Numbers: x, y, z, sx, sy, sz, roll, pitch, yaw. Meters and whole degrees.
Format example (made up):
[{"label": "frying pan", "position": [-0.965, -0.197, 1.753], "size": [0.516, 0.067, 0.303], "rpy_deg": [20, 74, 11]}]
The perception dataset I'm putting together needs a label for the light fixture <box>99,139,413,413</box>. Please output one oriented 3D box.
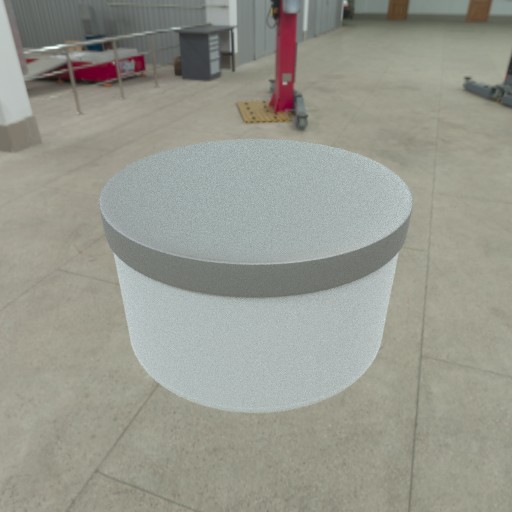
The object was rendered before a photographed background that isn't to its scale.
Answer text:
[{"label": "light fixture", "position": [0.000, 0.000, 0.637], "size": [0.393, 0.229, 0.393], "rpy_deg": [0, 31, 0]}]
